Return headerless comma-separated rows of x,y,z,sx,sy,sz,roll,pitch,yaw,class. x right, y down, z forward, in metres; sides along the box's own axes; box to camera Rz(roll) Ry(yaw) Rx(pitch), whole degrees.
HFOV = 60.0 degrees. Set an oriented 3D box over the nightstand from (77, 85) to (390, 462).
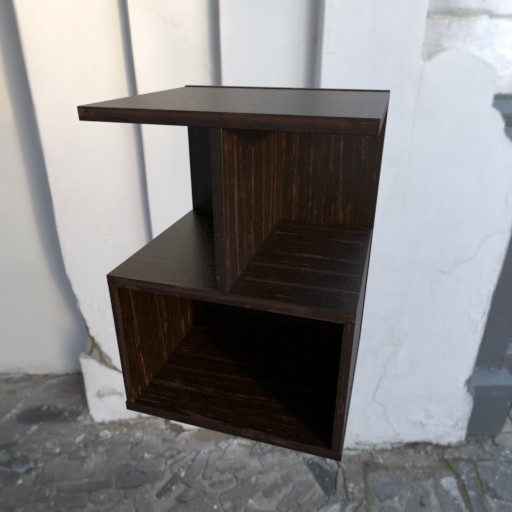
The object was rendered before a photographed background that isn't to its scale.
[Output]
0.000,0.000,0.819,0.400,0.559,0.356,7,26,15,nightstand
